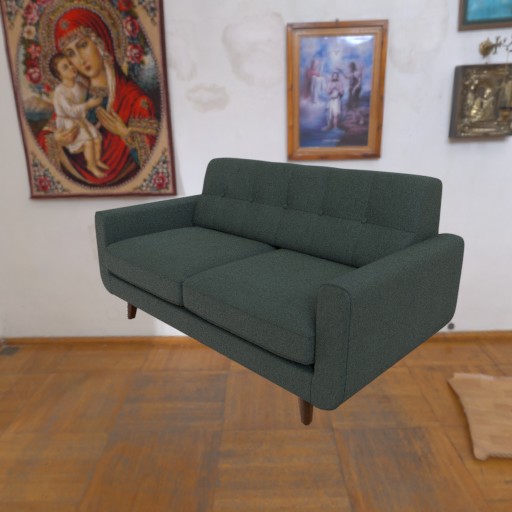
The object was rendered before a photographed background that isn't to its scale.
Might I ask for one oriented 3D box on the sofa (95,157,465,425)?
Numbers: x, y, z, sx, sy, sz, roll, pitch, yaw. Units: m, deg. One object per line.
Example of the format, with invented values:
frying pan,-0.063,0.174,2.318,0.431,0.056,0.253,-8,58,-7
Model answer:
sofa,0.000,0.000,2.166,0.909,0.841,1.631,-17,24,-42
